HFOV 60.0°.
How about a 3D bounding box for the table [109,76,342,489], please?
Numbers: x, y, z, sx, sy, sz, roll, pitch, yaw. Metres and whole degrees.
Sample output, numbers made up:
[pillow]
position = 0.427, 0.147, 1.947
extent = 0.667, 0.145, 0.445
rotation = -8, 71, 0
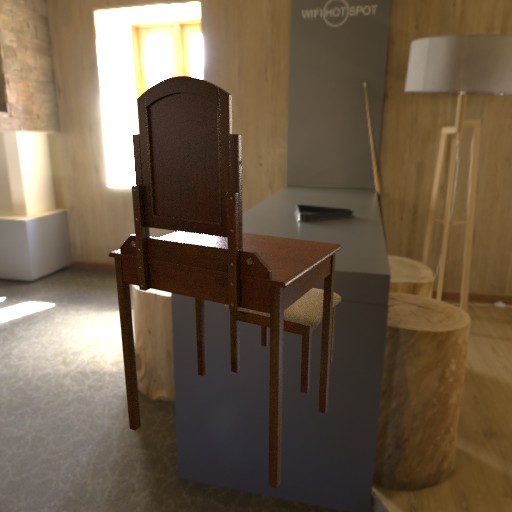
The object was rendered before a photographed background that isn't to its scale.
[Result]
[table]
position = 0.000, 0.000, 2.307
extent = 0.876, 1.631, 1.211
rotation = 8, 18, 27
